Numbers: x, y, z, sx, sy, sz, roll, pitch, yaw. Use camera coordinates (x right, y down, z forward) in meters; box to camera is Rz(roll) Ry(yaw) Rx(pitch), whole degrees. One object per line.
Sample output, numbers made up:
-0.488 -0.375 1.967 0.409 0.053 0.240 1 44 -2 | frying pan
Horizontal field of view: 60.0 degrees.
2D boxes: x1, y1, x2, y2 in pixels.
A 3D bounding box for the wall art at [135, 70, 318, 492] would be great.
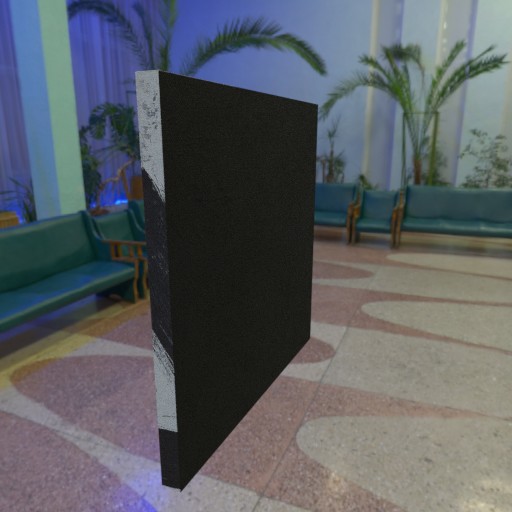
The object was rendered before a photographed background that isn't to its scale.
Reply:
0.000 0.000 1.105 0.046 0.765 0.765 7 16 25 | wall art
